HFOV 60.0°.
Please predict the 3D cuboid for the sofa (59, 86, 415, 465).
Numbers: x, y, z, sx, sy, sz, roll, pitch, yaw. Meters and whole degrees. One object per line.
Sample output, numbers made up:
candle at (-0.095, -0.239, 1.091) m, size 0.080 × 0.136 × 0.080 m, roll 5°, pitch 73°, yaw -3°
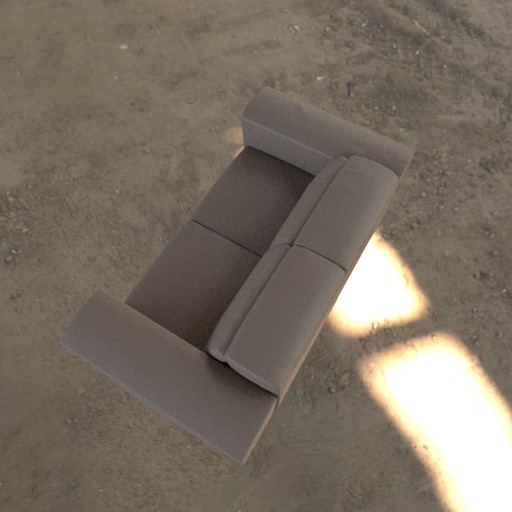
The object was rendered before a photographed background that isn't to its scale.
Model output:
sofa at (0.000, 0.000, 2.456) m, size 1.003 × 0.779 × 1.895 m, roll 28°, pitch 67°, yaw 13°
